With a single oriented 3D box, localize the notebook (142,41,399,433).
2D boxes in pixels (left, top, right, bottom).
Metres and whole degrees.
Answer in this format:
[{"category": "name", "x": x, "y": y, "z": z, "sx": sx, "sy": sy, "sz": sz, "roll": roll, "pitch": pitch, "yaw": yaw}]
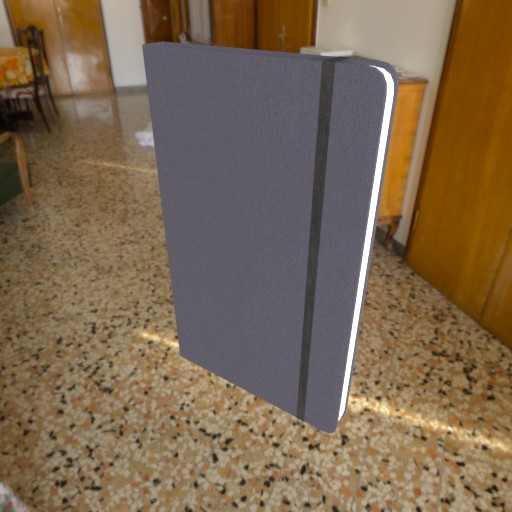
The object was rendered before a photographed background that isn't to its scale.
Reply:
[{"category": "notebook", "x": 0.000, "y": 0.000, "z": 0.252, "sx": 0.127, "sy": 0.213, "sz": 0.016, "roll": 19, "pitch": 37, "yaw": 28}]
